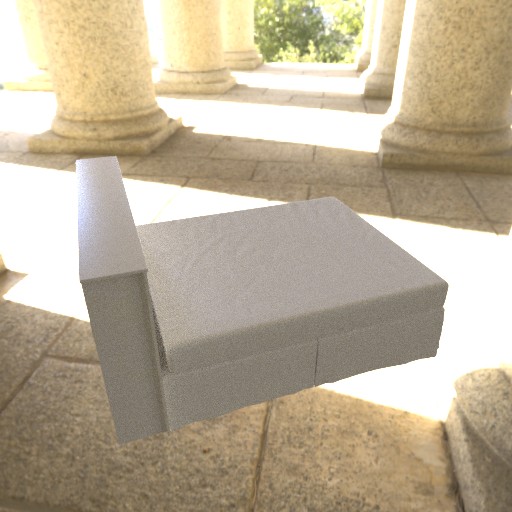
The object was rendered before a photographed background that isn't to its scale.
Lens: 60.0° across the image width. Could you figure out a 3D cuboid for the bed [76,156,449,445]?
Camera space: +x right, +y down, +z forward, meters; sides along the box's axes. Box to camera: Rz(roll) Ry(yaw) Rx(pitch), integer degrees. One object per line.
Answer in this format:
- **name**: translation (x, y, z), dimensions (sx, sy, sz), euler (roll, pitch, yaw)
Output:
- **bed**: translation (0.000, 0.000, 3.069), dimensions (2.133, 1.092, 1.671), euler (-10, 32, -17)
